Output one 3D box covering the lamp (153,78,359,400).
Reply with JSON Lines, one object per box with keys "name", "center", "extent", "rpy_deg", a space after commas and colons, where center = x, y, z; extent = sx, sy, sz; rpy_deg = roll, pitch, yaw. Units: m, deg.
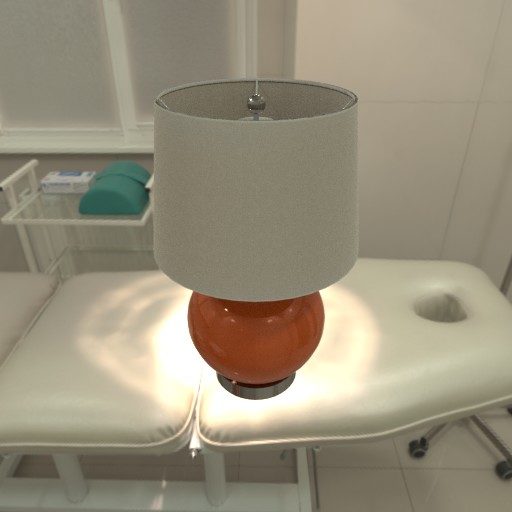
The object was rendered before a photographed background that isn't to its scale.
{"name": "lamp", "center": [0.000, 0.000, 0.554], "extent": [0.247, 0.387, 0.247], "rpy_deg": [0, 31, 0]}
